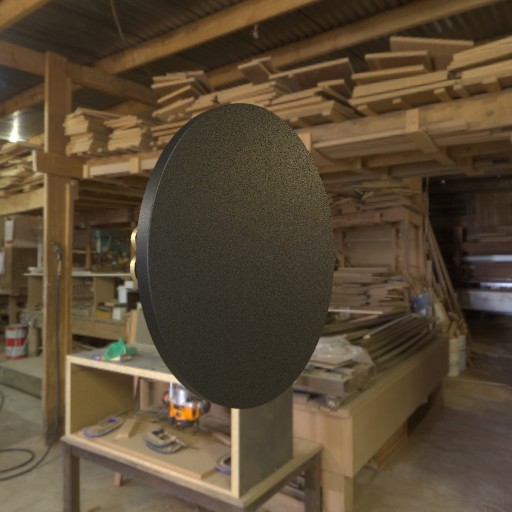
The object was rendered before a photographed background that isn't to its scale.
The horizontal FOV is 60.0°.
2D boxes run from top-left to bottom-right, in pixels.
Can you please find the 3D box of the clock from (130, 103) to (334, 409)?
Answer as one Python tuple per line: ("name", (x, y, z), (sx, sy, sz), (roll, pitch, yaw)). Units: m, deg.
("clock", (0.000, 0.000, 0.692), (0.038, 0.454, 0.454), (0, 0, 37))
